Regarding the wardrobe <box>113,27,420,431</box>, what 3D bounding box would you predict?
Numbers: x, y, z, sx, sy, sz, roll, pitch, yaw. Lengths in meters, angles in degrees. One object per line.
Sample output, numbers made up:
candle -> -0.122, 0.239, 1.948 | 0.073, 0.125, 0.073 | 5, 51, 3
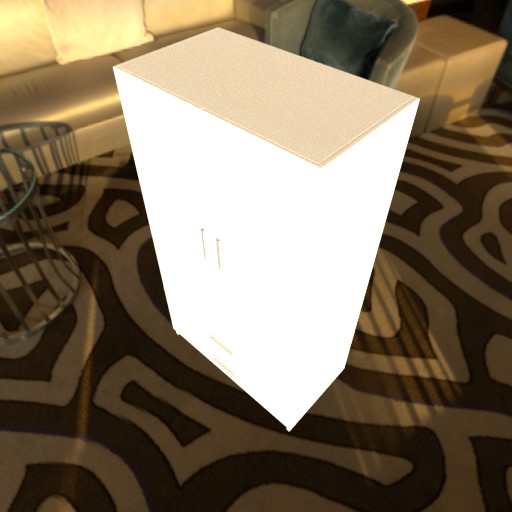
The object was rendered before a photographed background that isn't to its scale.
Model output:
wardrobe -> 0.000, 0.000, 2.249 | 0.991, 1.808, 0.577 | 34, 55, 28
